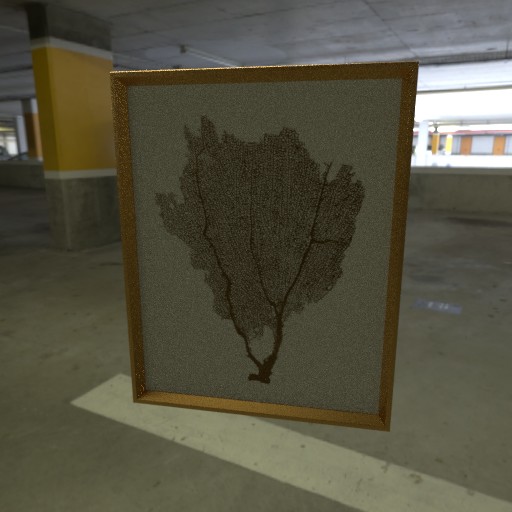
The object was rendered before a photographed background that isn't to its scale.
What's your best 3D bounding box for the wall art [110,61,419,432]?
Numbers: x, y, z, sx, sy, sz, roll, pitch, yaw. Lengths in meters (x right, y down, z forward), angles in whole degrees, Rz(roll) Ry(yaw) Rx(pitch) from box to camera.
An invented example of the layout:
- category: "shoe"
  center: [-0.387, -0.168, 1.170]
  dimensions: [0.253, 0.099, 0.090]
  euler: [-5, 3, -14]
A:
- category: "wall art"
  center: [0.000, 0.000, 0.965]
  dimensions: [0.610, 0.762, 0.038]
  euler: [3, 14, 11]
